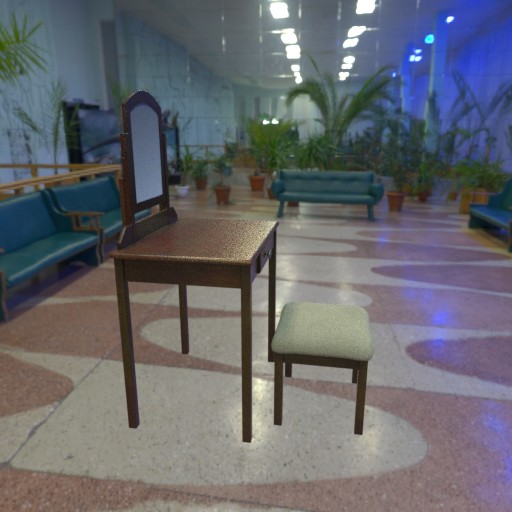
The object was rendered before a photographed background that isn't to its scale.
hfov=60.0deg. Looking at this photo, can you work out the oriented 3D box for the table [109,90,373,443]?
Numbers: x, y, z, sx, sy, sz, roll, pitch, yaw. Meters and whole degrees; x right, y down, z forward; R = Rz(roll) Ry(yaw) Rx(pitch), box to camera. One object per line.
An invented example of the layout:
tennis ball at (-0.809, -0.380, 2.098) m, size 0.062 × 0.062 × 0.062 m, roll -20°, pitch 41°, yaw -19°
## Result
table at (0.000, 0.000, 2.302) m, size 1.211 × 1.631 × 0.876 m, roll 3°, pitch 16°, yaw 10°
